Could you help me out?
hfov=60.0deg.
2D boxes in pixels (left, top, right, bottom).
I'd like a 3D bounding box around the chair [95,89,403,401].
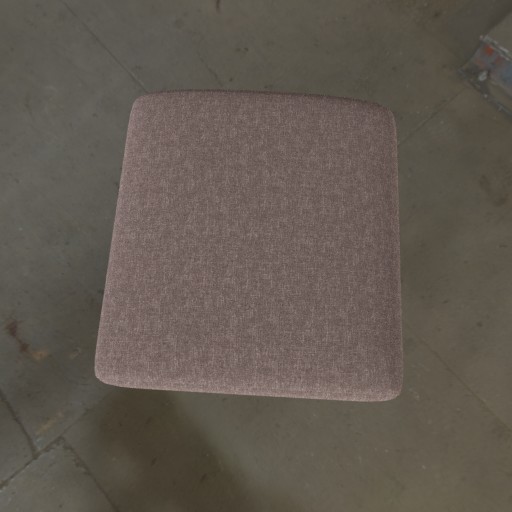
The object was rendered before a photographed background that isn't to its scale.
[{"bbox_3d":[0.000,0.000,0.889,0.530,0.410,0.530,3,75,1],"label":"chair"}]
